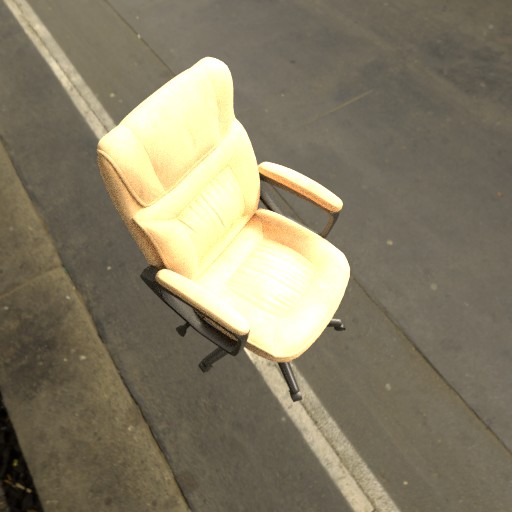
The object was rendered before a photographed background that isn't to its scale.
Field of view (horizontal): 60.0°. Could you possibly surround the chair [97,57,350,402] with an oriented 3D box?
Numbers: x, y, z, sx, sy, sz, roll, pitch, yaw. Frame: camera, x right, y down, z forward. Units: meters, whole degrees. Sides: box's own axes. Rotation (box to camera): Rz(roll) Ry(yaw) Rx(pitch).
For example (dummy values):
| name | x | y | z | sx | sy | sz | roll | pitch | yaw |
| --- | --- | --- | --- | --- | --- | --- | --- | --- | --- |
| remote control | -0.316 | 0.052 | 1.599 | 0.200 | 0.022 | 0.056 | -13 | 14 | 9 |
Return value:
| name | x | y | z | sx | sy | sz | roll | pitch | yaw |
| --- | --- | --- | --- | --- | --- | --- | --- | --- | --- |
| chair | 0.000 | 0.000 | 1.573 | 0.724 | 1.105 | 0.667 | 30 | 62 | 18 |
